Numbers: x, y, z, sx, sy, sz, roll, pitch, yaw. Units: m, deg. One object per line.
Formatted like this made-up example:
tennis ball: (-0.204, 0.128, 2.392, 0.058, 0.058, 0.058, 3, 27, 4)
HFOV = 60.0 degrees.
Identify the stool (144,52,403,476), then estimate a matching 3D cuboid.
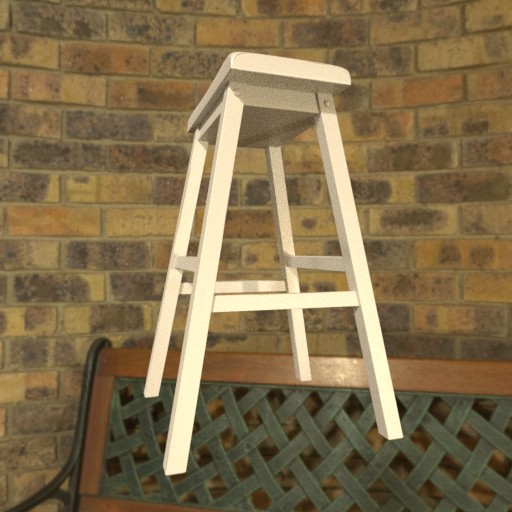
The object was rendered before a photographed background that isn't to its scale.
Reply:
stool: (0.000, 0.000, 1.035, 0.476, 0.737, 0.457, 0, 1, -19)
